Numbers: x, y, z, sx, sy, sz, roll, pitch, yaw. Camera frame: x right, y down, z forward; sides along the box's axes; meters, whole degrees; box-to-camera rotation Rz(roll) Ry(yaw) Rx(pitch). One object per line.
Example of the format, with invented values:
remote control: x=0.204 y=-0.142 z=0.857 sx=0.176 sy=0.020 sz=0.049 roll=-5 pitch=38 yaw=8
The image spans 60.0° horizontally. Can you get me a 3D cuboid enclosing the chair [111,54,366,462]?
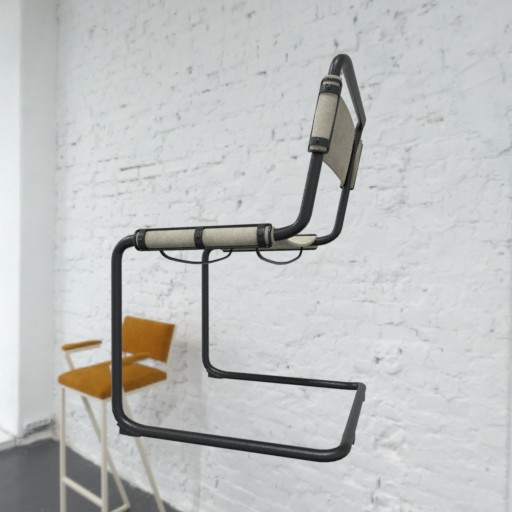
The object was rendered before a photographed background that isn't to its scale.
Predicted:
chair: x=0.000 y=0.000 z=1.078 sx=0.497 sy=0.747 sz=0.499 roll=0 pitch=0 yaw=18
